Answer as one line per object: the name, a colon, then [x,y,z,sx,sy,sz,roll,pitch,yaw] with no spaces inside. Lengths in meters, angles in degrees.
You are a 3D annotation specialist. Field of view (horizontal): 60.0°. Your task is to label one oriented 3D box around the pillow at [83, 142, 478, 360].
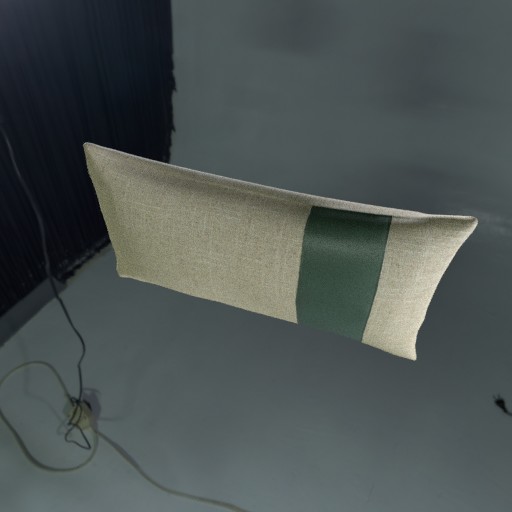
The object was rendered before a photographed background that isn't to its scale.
pillow: [0.000,0.000,1.053,0.859,0.429,0.197,14,43,15]
